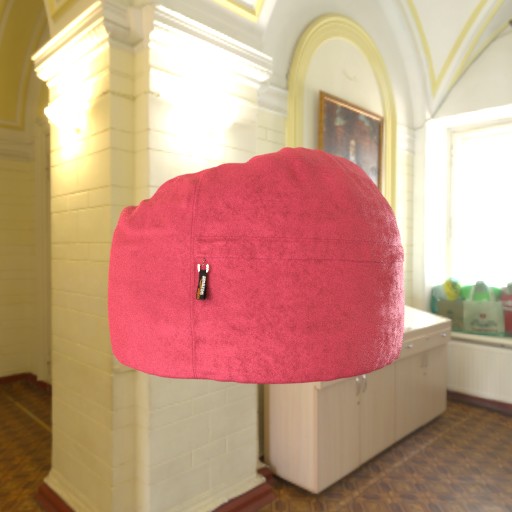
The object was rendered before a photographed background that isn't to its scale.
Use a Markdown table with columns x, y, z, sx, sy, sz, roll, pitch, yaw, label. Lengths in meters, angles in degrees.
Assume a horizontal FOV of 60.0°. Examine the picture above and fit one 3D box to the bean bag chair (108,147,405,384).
| x | y | z | sx | sy | sz | roll | pitch | yaw | label |
| --- | --- | --- | --- | --- | --- | --- | --- | --- | --- |
| 0.000 | 0.000 | 1.924 | 1.218 | 0.788 | 1.218 | 0 | 1 | 0 | bean bag chair |
